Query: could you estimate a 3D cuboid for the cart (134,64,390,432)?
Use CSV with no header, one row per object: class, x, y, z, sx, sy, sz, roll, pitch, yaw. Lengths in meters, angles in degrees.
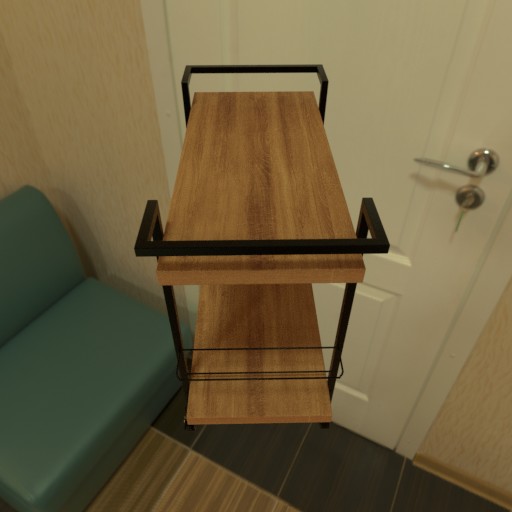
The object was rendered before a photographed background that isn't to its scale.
cart,0.000,0.000,1.236,0.406,0.762,0.806,-1,42,-1
